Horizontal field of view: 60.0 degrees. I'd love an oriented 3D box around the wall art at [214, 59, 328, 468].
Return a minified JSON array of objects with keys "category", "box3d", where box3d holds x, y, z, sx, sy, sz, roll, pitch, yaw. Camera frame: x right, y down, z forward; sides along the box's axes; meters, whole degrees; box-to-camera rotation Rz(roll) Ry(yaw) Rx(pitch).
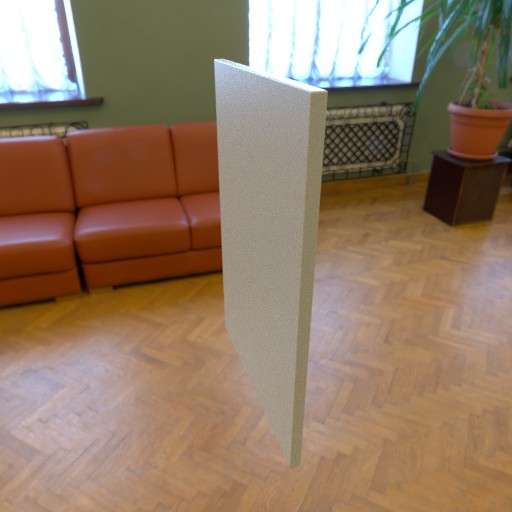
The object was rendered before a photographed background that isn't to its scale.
[{"category":"wall art","box3d":[0.000,0.000,1.049,0.026,0.813,0.556,-9,30,-17]}]
